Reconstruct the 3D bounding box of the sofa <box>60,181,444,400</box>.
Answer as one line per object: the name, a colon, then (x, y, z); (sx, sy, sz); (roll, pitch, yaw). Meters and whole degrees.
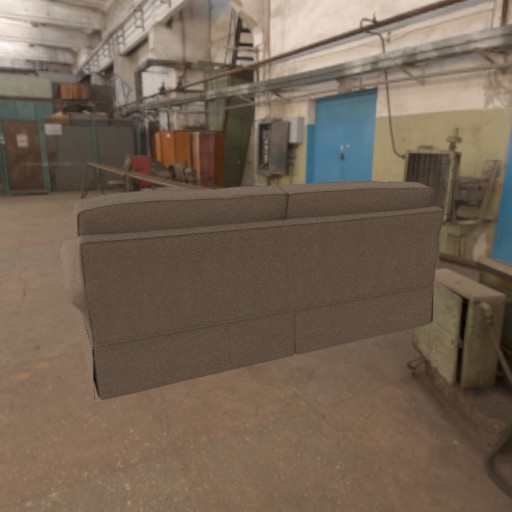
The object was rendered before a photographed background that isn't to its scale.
sofa: (0.000, 0.000, 2.794); (2.248, 0.943, 0.991); (-7, 16, -25)
